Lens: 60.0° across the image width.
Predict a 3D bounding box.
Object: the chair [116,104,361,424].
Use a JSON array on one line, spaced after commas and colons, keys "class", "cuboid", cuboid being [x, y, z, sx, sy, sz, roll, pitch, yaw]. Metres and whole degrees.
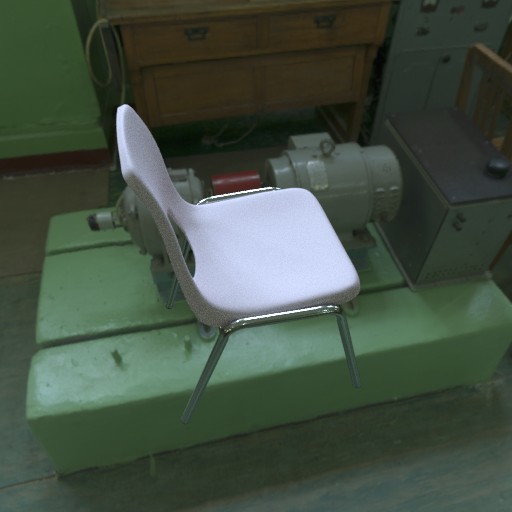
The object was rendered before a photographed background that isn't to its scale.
[{"class": "chair", "cuboid": [0.000, 0.000, 0.931, 0.436, 0.653, 0.381, -10, 47, -10]}]
